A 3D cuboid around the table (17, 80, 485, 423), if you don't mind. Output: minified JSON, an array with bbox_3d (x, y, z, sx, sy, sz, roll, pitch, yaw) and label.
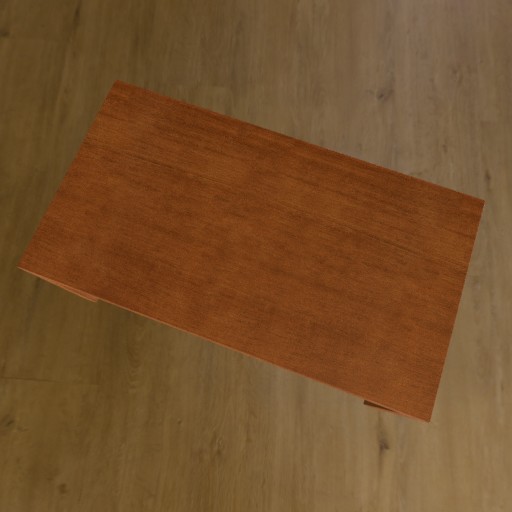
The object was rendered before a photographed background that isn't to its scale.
[{"bbox_3d":[0.000,0.000,1.268,1.000,0.419,0.549,20,76,5],"label":"table"}]
